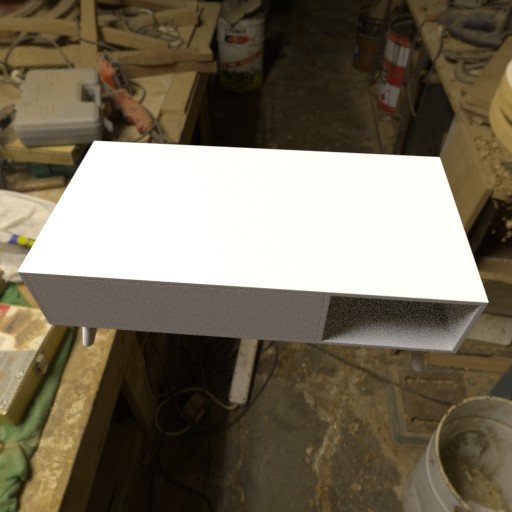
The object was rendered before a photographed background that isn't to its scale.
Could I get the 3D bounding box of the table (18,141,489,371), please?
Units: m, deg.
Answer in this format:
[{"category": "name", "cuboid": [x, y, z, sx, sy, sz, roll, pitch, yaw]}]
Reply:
[{"category": "table", "cuboid": [0.000, 0.000, 1.481, 1.194, 0.432, 0.609, 3, 48, 3]}]
